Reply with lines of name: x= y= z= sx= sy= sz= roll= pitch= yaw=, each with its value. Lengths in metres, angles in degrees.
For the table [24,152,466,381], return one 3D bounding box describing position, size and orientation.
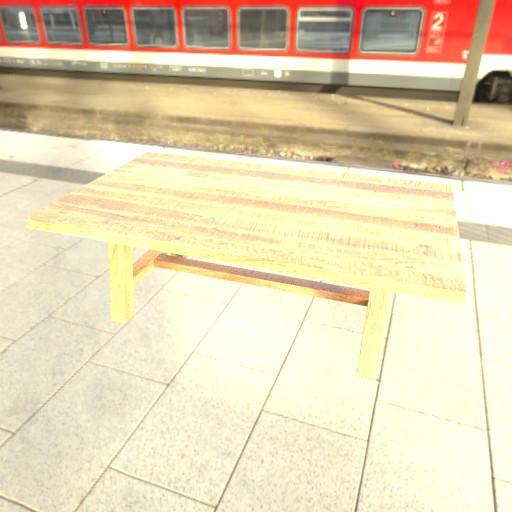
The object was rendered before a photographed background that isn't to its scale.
table: x=0.000 y=0.000 z=1.670 sx=1.320 sy=0.455 sz=0.760 roll=10 pitch=31 yaw=16
